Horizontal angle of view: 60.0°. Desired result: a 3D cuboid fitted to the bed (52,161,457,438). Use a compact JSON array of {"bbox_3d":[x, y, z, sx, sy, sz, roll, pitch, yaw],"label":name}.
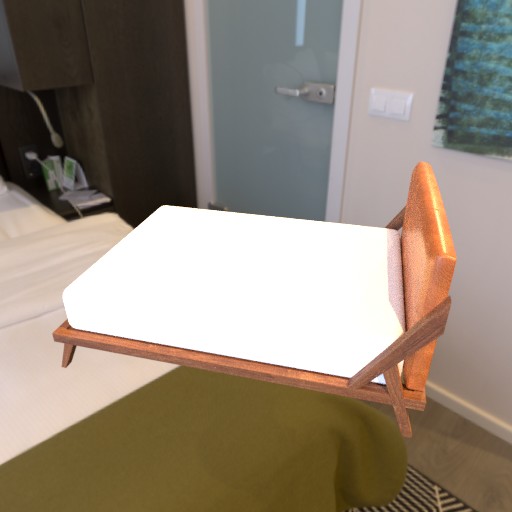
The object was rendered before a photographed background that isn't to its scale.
[{"bbox_3d":[0.000,0.000,3.185,2.311,1.168,1.651,7,30,13],"label":"bed"}]
